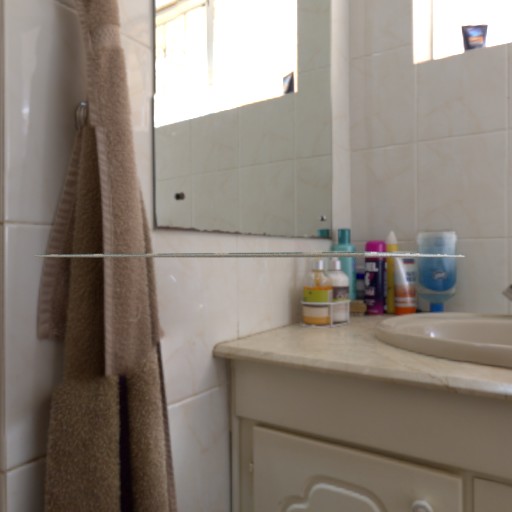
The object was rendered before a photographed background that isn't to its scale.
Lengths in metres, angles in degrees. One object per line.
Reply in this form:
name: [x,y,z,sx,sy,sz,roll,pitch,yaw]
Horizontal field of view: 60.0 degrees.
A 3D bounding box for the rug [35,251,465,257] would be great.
rug: [0.000,0.000,4.034,3.049,0.021,2.466,0,0,35]
